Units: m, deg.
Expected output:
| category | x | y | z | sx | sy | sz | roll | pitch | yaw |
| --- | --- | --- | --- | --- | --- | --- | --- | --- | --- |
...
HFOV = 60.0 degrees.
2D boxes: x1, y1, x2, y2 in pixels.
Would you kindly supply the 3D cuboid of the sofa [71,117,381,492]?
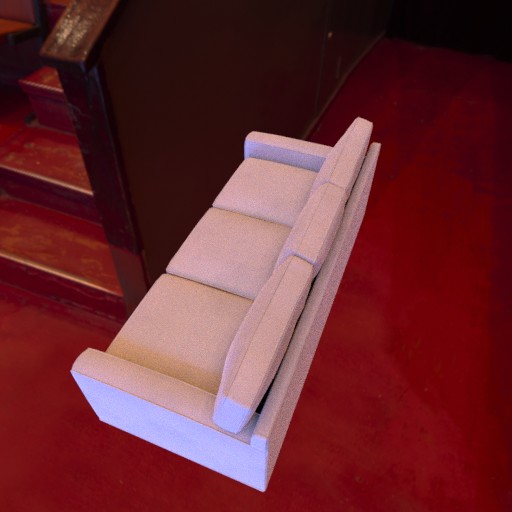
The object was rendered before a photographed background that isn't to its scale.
| category | x | y | z | sx | sy | sz | roll | pitch | yaw |
| --- | --- | --- | --- | --- | --- | --- | --- | --- | --- |
| sofa | 0.000 | 0.000 | 2.553 | 0.935 | 0.862 | 2.088 | 17 | 49 | 15 |
